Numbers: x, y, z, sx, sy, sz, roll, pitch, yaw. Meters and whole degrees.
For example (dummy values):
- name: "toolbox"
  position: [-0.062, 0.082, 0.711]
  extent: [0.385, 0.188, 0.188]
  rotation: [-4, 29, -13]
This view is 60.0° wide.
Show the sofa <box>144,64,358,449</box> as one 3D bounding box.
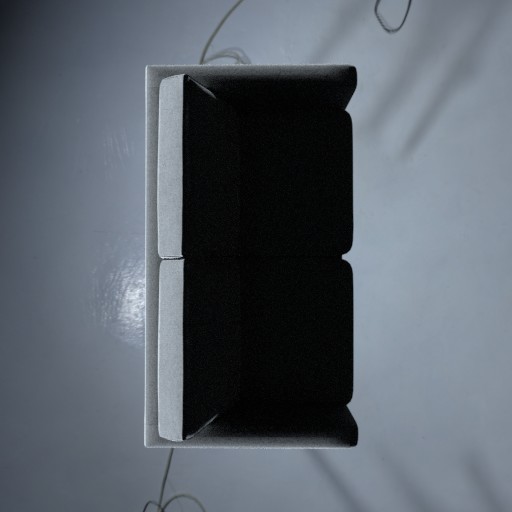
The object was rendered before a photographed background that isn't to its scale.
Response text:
- name: "sofa"
  position: [0.000, 0.000, 2.253]
  extent: [1.000, 0.900, 1.731]
  rotation: [0, 89, 1]
